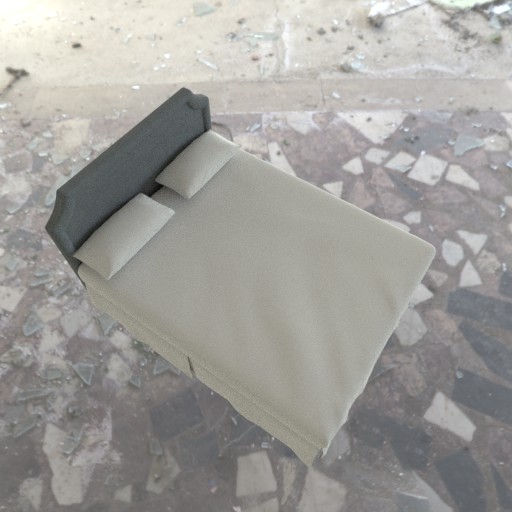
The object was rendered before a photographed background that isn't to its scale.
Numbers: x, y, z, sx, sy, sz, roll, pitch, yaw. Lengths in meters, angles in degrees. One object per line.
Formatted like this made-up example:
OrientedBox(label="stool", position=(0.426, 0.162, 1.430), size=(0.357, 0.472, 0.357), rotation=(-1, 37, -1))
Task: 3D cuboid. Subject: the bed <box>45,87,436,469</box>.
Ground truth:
OrientedBox(label="bed", position=(0.000, 0.000, 3.578), size=(2.464, 1.306, 1.977), rotation=(30, 62, 18))
